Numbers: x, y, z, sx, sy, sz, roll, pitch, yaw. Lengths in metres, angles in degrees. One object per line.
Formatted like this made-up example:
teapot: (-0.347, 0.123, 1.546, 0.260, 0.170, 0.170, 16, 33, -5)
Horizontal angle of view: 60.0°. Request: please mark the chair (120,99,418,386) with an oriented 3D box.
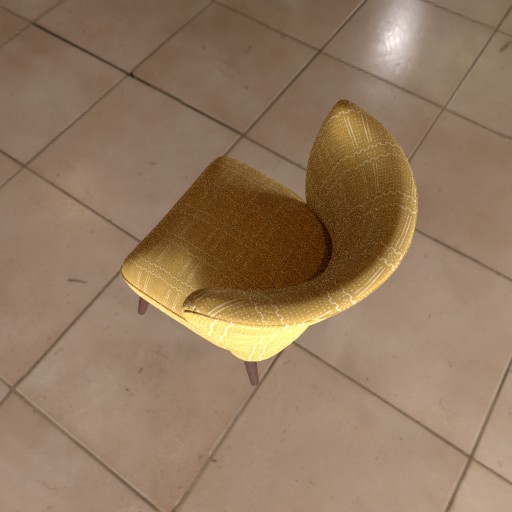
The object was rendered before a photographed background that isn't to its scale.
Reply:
chair: (0.000, 0.000, 1.412, 0.758, 0.866, 0.706, 30, 68, 14)
